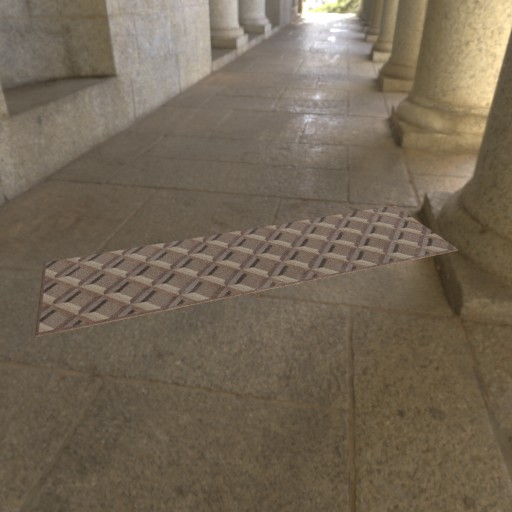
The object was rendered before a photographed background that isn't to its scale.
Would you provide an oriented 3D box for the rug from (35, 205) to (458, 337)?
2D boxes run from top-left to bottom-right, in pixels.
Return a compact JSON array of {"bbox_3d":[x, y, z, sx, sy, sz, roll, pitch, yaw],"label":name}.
[{"bbox_3d":[0.000,0.000,2.700,2.437,0.013,0.685,-10,33,-16],"label":"rug"}]
